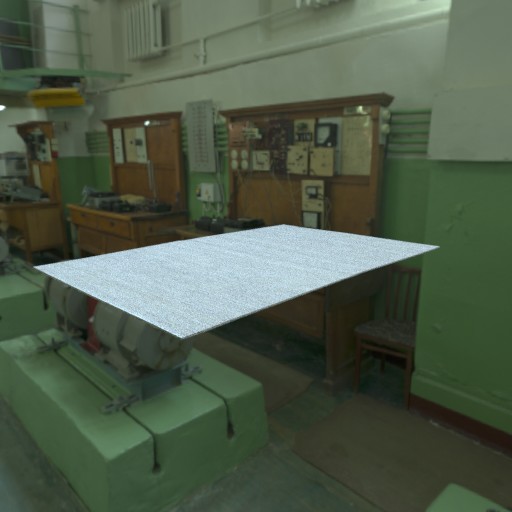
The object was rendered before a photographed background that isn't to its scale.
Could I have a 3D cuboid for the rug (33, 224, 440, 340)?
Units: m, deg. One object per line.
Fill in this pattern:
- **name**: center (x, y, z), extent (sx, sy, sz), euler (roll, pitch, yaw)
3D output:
- **rug**: center (0.000, 0.000, 2.317), extent (1.179, 0.022, 1.820), euler (13, 18, 43)
